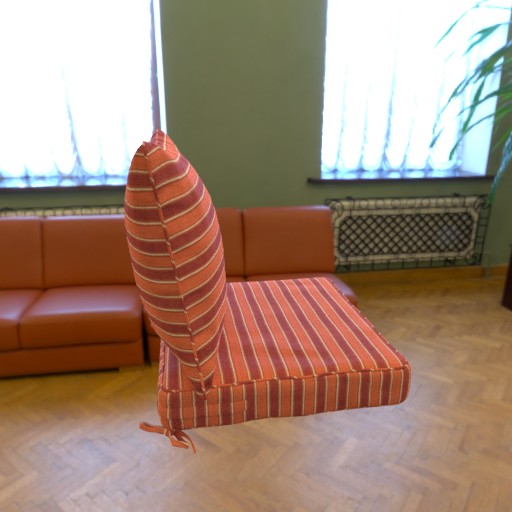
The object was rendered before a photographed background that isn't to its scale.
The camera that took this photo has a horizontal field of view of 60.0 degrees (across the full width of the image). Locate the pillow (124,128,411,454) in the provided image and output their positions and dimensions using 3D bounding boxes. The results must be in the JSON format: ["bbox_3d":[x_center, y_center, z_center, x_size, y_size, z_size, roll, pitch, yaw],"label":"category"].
[{"bbox_3d":[0.000,0.000,1.340,0.733,0.723,0.799,-3,18,-9],"label":"pillow"}]
